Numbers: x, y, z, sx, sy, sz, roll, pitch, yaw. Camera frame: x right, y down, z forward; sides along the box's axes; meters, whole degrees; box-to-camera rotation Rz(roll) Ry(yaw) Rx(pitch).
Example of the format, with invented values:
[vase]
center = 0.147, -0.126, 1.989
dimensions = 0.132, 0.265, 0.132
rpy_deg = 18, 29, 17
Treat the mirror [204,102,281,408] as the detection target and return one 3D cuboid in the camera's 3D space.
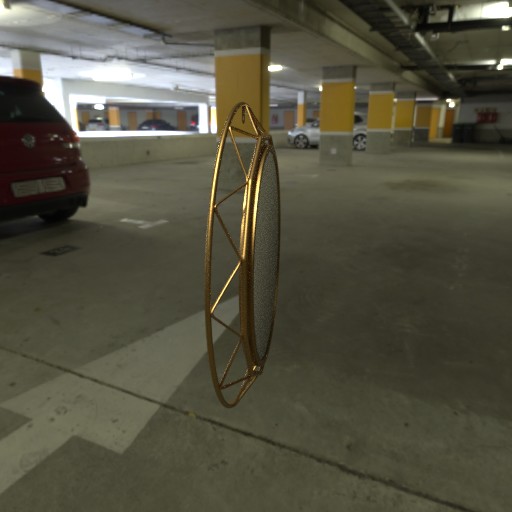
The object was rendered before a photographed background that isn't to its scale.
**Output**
[mirror]
center = 0.000, 0.000, 0.690
dimensions = 0.043, 0.454, 0.454
rpy_deg = 3, 17, 8
